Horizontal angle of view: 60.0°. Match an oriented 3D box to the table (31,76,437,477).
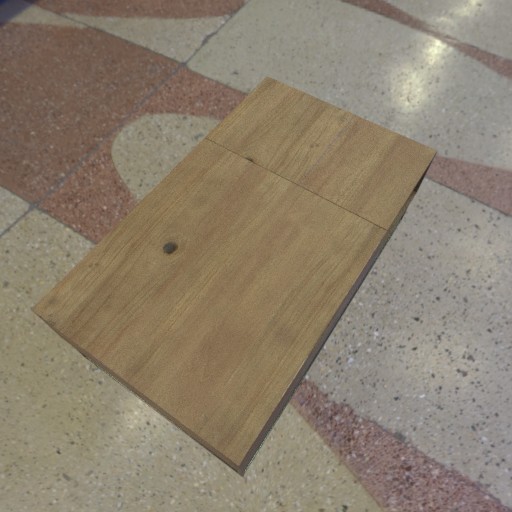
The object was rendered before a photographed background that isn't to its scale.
[{"bbox_3d":[0.000,0.000,1.442,0.655,0.395,1.101,30,64,17],"label":"table"}]
